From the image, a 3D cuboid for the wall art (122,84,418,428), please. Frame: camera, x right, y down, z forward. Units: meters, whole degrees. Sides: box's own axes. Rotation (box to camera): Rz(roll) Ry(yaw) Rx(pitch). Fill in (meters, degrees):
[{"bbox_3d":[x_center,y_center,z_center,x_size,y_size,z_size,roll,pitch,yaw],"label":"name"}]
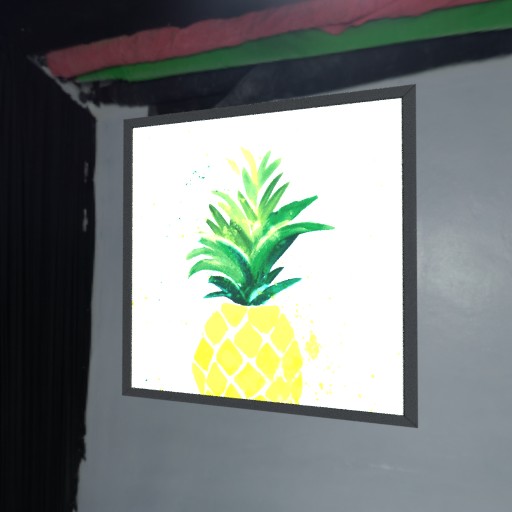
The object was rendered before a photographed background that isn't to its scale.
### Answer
[{"bbox_3d":[0.000,0.000,1.117,0.762,0.760,0.037,0,-1,19],"label":"wall art"}]
